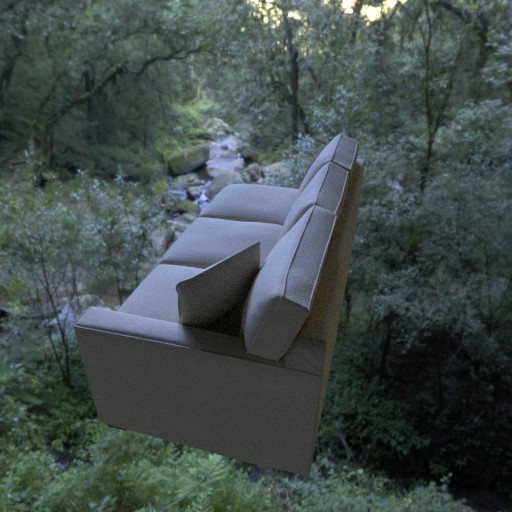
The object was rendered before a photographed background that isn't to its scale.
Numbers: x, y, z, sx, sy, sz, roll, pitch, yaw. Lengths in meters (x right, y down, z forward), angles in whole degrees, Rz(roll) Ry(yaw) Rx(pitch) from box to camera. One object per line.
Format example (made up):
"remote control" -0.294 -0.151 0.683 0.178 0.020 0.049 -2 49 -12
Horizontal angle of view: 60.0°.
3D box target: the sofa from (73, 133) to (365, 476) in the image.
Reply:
"sofa" 0.000 0.000 2.531 1.034 0.946 1.963 8 32 13
